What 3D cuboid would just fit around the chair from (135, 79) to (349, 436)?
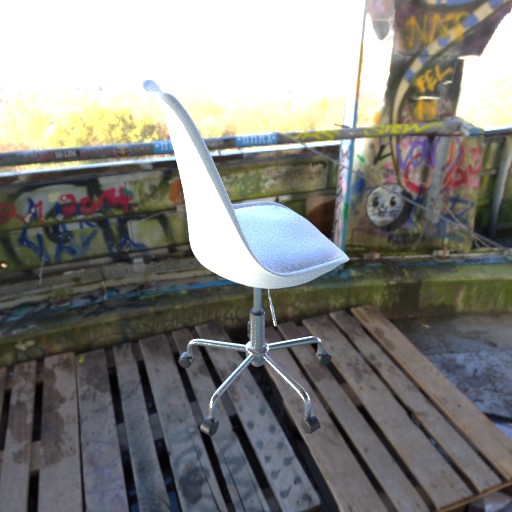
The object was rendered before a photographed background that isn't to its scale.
[{"bbox_3d":[0.000,0.000,1.261,0.550,0.930,0.550,-9,29,-17],"label":"chair"}]
